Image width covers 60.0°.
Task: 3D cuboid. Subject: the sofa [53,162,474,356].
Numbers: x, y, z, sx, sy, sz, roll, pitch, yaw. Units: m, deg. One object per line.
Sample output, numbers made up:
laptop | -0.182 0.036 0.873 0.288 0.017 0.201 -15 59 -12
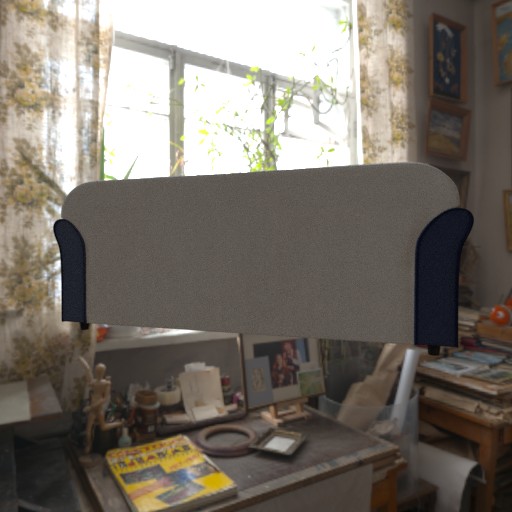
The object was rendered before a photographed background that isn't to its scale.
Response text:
sofa | 0.000 0.000 2.362 2.006 0.789 0.749 0 1 19
